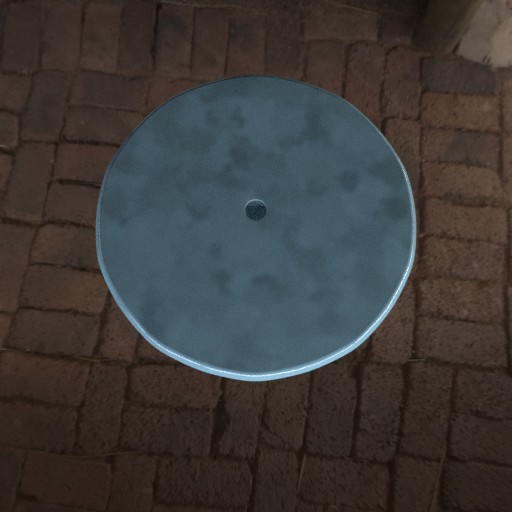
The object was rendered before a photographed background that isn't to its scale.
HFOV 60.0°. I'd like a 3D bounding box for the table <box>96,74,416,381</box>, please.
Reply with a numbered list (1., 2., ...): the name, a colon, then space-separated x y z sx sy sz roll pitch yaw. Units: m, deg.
1. table: 0.000 0.000 0.660 0.352 0.387 0.352 0 75 0
